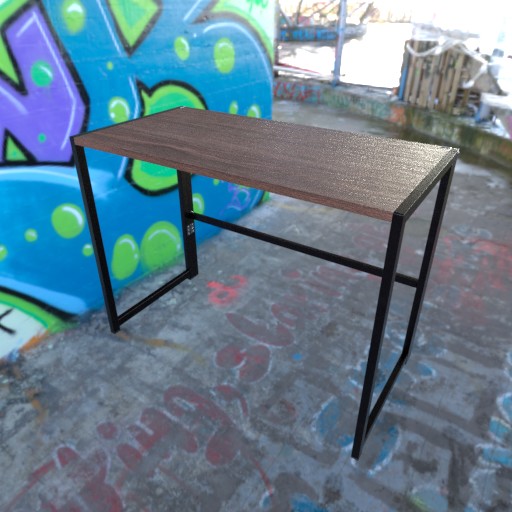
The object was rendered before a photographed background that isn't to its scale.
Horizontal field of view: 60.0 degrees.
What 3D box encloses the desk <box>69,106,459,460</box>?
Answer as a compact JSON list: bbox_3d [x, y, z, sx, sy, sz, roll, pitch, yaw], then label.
[{"bbox_3d":[0.000,0.000,1.472,1.016,0.762,0.508,18,35,28],"label":"desk"}]
